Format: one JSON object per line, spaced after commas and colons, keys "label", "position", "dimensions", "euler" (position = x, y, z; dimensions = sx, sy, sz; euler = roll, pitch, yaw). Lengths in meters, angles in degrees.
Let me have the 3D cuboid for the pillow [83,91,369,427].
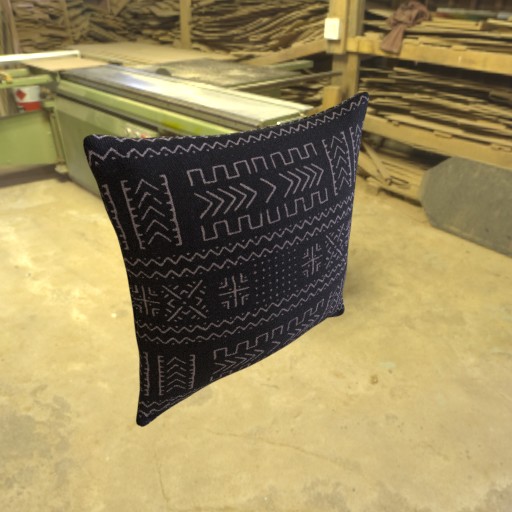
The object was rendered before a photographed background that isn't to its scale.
{"label": "pillow", "position": [0.000, 0.000, 0.659], "dimensions": [0.438, 0.430, 0.164], "euler": [-22, 37, -32]}
